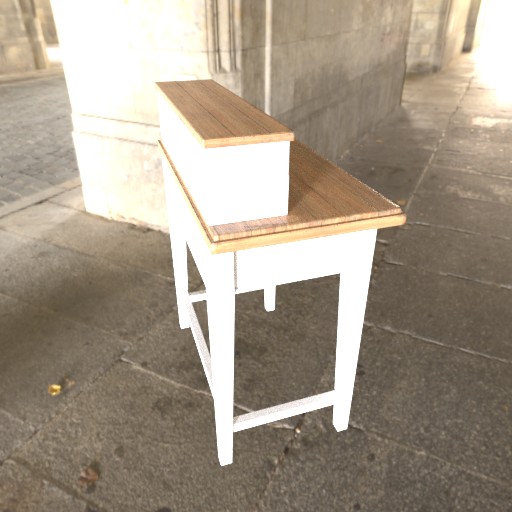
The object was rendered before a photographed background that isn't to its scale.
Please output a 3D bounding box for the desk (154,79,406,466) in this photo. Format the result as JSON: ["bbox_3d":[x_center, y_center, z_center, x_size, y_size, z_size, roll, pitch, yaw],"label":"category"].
[{"bbox_3d":[0.000,0.000,1.437,0.462,0.981,0.814,-9,31,-16],"label":"desk"}]
